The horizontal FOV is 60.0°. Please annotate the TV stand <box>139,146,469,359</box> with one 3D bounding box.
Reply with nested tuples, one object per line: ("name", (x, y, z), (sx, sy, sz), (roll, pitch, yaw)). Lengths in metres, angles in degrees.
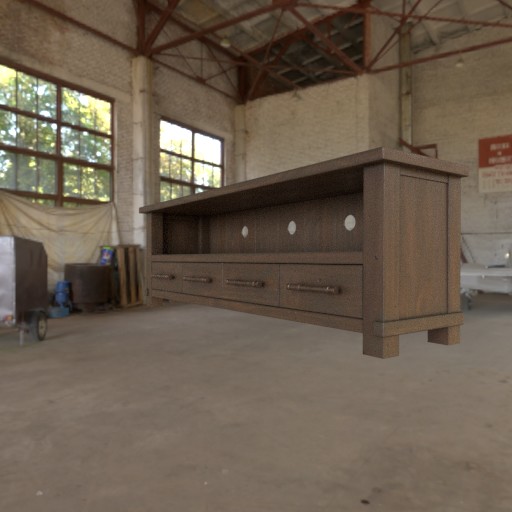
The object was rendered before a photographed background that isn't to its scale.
("TV stand", (0.000, 0.000, 2.145), (0.471, 0.615, 1.866), (0, 0, -36))
